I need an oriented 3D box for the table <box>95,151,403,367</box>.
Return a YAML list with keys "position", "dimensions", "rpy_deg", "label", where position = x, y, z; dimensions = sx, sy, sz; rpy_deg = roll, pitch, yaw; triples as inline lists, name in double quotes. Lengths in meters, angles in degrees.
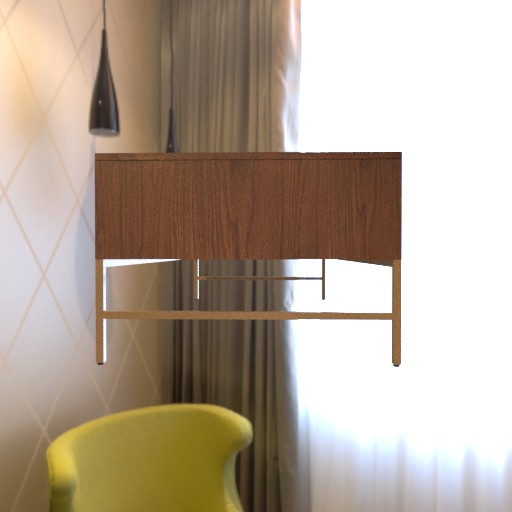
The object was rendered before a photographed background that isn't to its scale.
- position: [0.000, 0.000, 1.915]
  dimensions: [0.789, 0.551, 1.553]
  rpy_deg: [0, 1, 2]
  label: "table"
